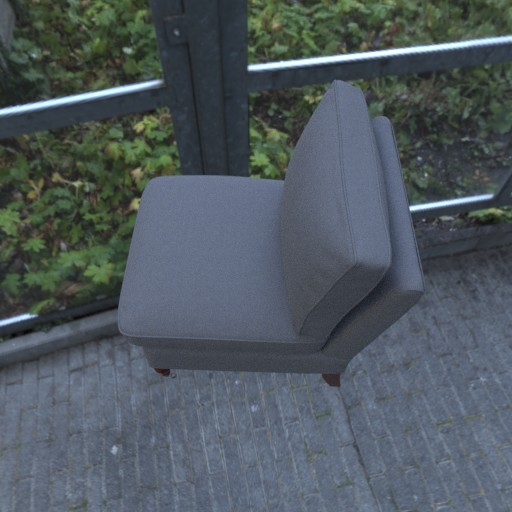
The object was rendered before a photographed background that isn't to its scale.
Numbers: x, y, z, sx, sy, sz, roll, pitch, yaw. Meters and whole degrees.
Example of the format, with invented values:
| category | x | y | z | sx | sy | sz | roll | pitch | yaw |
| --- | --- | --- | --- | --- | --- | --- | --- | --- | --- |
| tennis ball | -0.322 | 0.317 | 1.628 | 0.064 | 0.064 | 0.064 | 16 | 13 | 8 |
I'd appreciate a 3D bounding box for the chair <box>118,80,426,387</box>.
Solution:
| category | x | y | z | sx | sy | sz | roll | pitch | yaw |
| --- | --- | --- | --- | --- | --- | --- | --- | --- | --- |
| chair | 0.000 | 0.000 | 1.668 | 0.924 | 1.045 | 0.724 | 1 | 58 | 1 |
